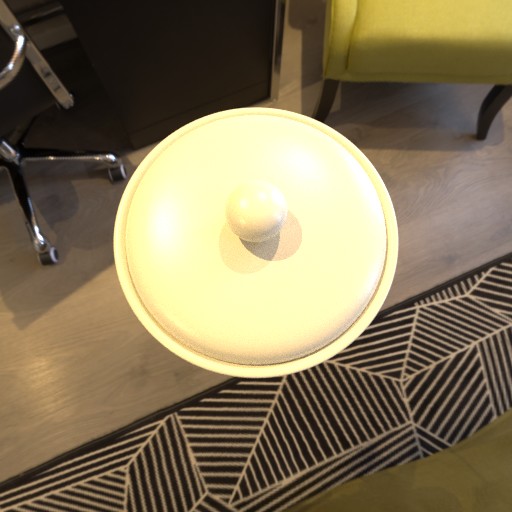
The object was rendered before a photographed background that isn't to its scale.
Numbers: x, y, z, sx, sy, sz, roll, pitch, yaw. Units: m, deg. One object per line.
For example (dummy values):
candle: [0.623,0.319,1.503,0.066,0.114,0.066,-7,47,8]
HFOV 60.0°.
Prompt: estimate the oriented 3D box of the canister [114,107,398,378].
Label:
canister: [0.000,0.000,0.338,0.181,0.211,0.181,0,74,0]
